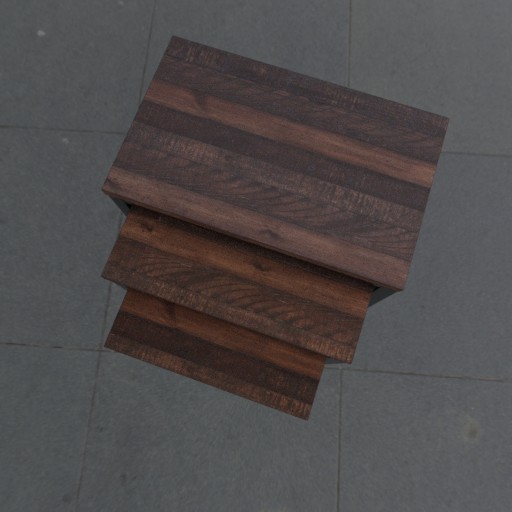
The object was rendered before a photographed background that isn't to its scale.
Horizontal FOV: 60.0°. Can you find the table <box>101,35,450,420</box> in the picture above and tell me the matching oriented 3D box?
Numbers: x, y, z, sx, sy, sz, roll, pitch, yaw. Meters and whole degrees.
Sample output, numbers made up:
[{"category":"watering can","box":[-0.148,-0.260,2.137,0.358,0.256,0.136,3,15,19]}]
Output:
[{"category":"table","box":[0.000,0.000,1.149,0.608,0.616,0.660,19,76,5]}]
